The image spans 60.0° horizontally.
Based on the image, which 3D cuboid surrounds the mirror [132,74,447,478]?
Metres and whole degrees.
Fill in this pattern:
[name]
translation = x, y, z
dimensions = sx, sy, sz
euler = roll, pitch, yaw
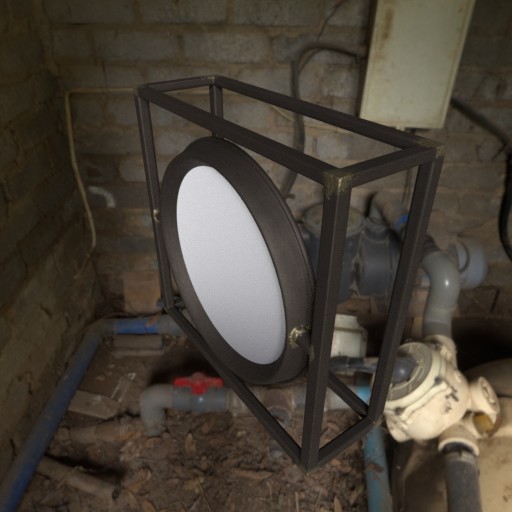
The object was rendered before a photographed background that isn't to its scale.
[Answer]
[mirror]
translation = 0.000, 0.000, 0.467
dimensions = 0.107, 0.303, 0.306
euler = -21, 38, -29
